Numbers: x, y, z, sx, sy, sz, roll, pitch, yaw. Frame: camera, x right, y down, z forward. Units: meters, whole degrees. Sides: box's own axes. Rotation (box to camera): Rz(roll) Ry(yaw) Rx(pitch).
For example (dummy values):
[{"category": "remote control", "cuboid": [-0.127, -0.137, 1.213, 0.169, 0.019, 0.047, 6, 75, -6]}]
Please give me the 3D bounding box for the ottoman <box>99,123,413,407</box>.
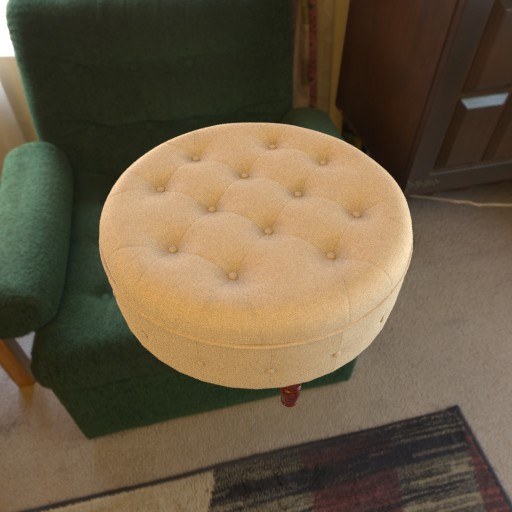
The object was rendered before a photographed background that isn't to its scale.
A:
[{"category": "ottoman", "cuboid": [0.000, 0.000, 1.352, 0.849, 0.478, 0.849, 0, 47, 0]}]
